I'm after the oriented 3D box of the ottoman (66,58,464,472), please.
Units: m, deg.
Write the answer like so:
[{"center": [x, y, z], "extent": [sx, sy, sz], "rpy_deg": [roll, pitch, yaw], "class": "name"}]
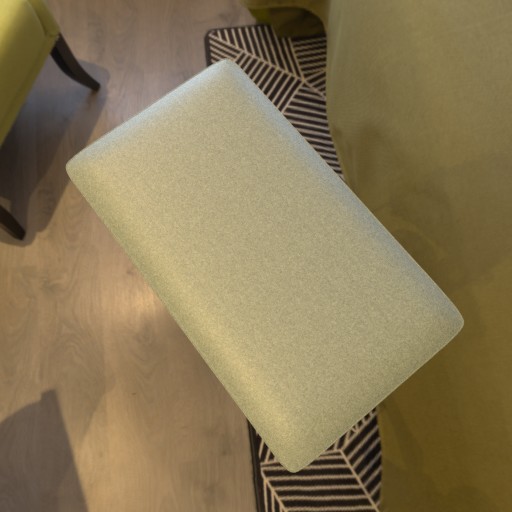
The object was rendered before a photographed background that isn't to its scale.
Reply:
[{"center": [0.000, 0.000, 1.537], "extent": [0.681, 0.494, 1.173], "rpy_deg": [-37, 78, -9], "class": "ottoman"}]
